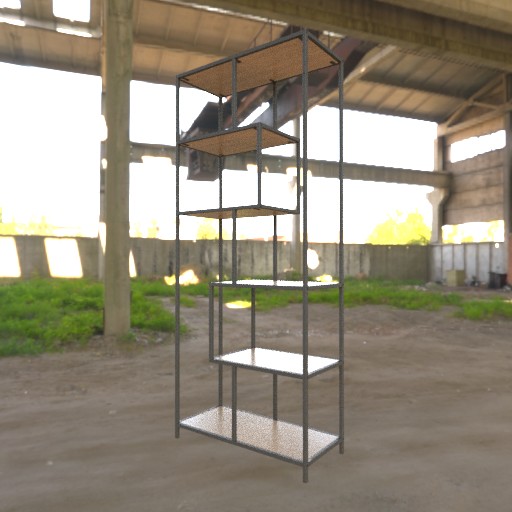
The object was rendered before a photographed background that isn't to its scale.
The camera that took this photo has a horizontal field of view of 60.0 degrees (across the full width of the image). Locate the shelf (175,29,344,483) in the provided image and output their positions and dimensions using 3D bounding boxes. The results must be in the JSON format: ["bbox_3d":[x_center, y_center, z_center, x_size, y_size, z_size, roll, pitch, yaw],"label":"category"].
[{"bbox_3d":[0.000,0.000,2.173,0.770,1.850,0.350,0,-1,37],"label":"shelf"}]
